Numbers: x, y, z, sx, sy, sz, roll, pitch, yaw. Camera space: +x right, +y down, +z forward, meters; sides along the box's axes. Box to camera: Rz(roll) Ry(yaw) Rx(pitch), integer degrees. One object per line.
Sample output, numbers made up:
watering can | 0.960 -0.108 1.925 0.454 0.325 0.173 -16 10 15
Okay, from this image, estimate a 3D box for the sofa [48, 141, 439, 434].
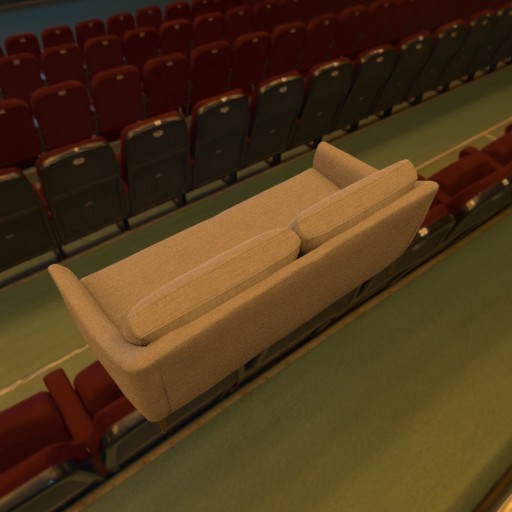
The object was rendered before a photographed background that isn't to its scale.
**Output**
sofa | 0.000 0.000 2.587 2.036 0.913 0.980 -29 52 -26
